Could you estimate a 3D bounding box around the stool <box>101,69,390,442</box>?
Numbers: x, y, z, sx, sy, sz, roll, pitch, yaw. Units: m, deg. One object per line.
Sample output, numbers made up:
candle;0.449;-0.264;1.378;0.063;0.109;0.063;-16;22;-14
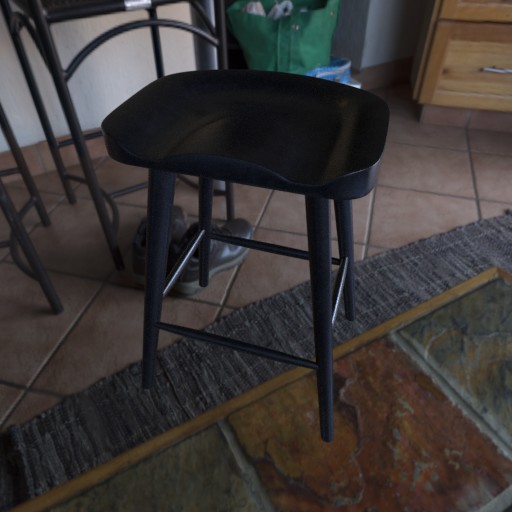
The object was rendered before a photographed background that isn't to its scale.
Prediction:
stool;0.000;0.000;0.879;0.440;0.615;0.361;12;43;13
